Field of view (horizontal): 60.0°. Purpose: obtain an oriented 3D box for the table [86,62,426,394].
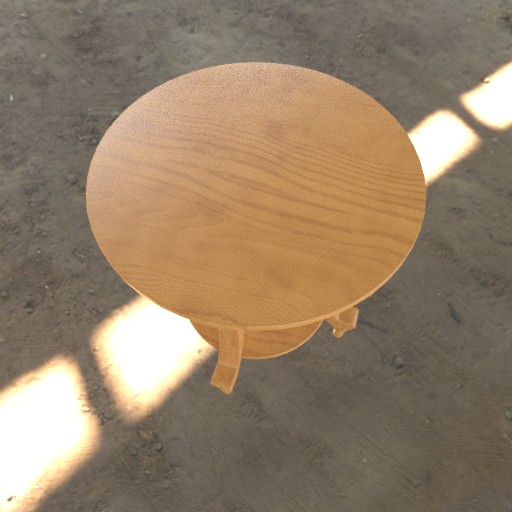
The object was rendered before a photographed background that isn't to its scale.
[{"bbox_3d":[0.000,0.000,1.053,0.597,0.612,0.597,0,60,0],"label":"table"}]
